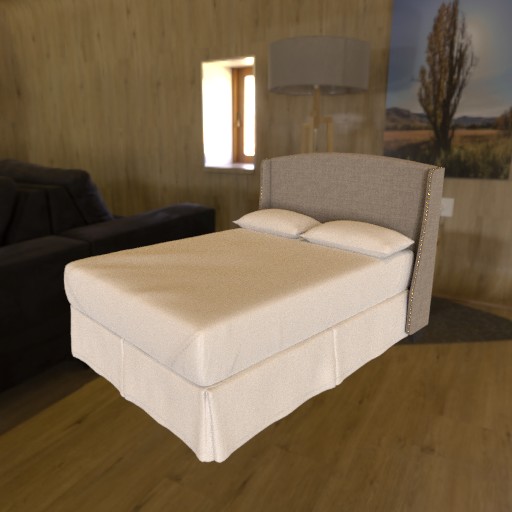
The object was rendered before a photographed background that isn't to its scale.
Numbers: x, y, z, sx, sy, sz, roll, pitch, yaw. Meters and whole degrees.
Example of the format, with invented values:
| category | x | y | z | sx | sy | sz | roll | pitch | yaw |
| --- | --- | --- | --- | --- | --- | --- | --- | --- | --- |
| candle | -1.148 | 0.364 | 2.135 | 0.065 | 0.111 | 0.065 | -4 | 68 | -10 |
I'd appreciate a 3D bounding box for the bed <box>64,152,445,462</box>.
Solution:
| category | x | y | z | sx | sy | sz | roll | pitch | yaw |
| --- | --- | --- | --- | --- | --- | --- | --- | --- | --- |
| bed | 0.000 | 0.000 | 3.234 | 2.237 | 1.407 | 1.710 | -15 | 21 | -43 |
